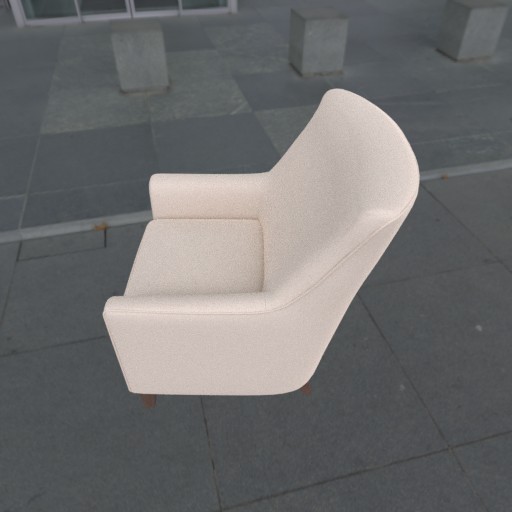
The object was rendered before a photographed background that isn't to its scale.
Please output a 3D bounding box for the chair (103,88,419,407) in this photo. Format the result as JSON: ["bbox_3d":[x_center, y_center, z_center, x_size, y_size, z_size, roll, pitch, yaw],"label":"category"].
[{"bbox_3d":[0.000,0.000,1.562,0.879,0.916,0.756,0,41,1],"label":"chair"}]
